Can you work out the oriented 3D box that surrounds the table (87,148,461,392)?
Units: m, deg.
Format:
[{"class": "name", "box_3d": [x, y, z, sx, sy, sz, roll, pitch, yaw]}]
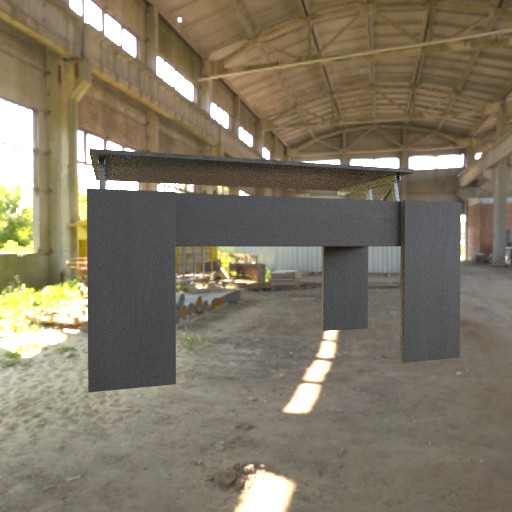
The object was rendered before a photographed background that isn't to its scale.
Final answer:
[{"class": "table", "box_3d": [0.000, 0.000, 1.439, 1.000, 0.570, 0.711, 0, 1, -18]}]
